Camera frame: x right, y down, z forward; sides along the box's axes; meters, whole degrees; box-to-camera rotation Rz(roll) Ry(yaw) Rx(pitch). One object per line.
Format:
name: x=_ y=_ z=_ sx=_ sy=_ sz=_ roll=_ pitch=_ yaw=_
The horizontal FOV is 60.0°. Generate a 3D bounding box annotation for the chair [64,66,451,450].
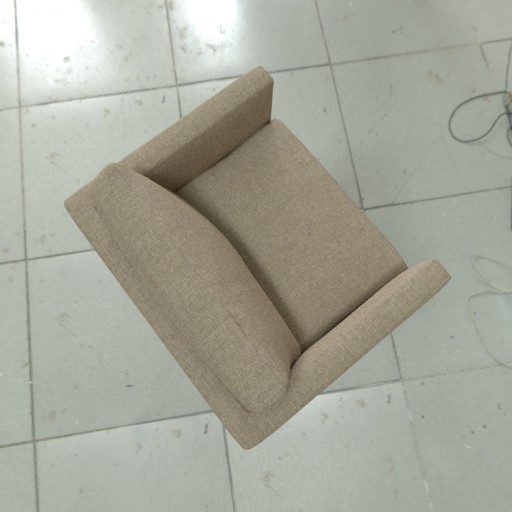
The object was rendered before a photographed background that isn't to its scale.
chair: x=0.000 y=0.000 z=1.843 sx=0.959 sy=0.987 sz=1.107 roll=-38 pitch=80 yaw=-8
